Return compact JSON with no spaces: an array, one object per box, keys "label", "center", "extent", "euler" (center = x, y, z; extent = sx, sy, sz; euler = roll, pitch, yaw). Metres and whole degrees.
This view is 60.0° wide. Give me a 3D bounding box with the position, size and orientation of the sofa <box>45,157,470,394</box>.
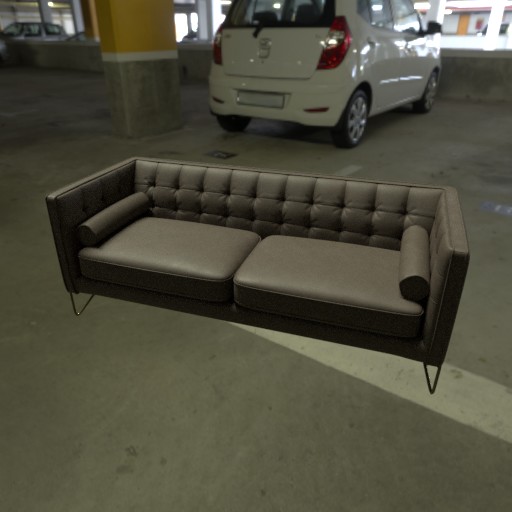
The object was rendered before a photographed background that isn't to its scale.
[{"label":"sofa","center":[0.000,0.000,2.545],"extent":[2.087,0.789,0.867],"euler":[9,28,17]}]
